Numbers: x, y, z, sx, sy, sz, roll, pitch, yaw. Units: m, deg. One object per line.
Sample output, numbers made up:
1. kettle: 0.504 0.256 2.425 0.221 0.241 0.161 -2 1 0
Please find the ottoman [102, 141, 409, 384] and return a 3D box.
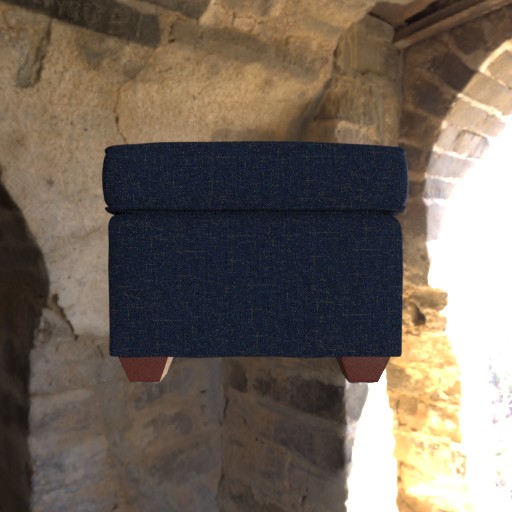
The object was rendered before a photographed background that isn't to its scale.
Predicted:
1. ottoman: 0.000 0.000 1.106 0.549 0.450 0.749 0 0 0
